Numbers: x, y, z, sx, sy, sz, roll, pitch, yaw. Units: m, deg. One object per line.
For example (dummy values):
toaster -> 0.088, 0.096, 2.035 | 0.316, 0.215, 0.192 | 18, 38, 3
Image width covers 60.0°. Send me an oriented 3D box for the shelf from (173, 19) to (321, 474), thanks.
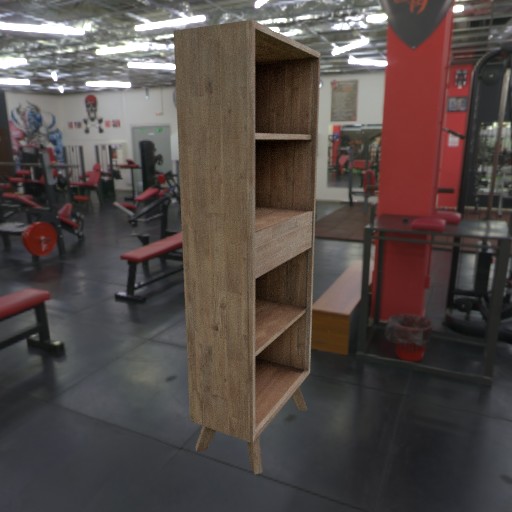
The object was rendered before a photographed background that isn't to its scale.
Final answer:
shelf -> 0.000, 0.000, 1.521 | 0.267, 1.342, 0.491 | 8, 16, 27
